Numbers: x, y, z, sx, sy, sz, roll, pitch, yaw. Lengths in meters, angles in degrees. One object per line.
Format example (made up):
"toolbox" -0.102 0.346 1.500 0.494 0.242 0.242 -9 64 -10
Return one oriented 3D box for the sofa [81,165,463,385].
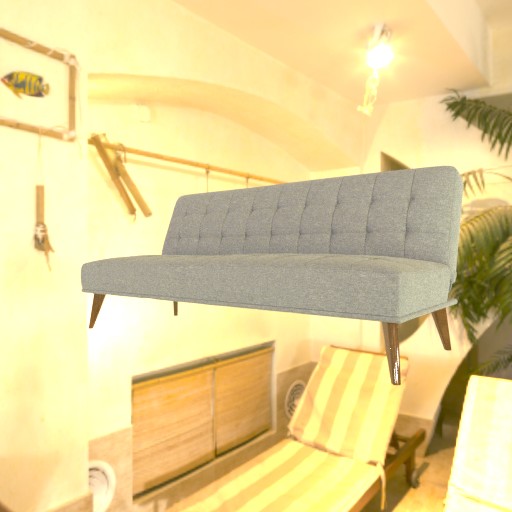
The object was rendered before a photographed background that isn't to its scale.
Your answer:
"sofa" 0.000 0.000 2.248 1.800 0.810 0.860 0 1 37
